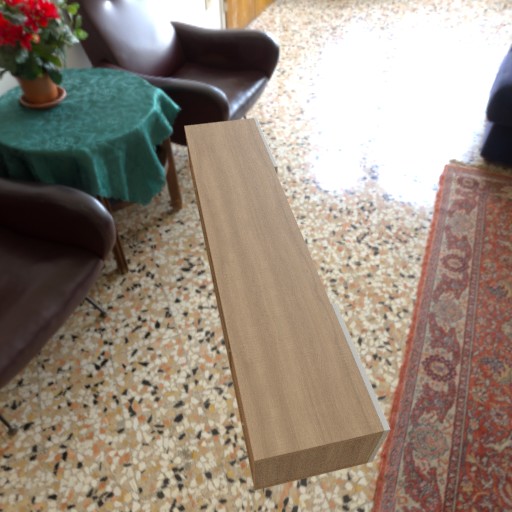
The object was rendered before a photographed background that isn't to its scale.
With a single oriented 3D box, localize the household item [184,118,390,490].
[{"bbox_3d":[0.000,0.000,2.033,0.420,0.310,1.850,-9,48,-8],"label":"household item"}]
